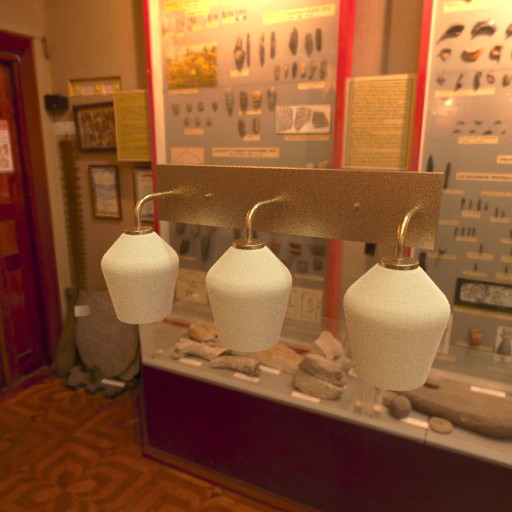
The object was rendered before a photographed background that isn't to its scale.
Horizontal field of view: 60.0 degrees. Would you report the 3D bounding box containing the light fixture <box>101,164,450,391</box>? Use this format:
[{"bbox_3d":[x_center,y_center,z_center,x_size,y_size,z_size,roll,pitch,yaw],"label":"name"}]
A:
[{"bbox_3d":[0.000,0.000,0.737,0.609,0.280,0.190,8,17,28],"label":"light fixture"}]
